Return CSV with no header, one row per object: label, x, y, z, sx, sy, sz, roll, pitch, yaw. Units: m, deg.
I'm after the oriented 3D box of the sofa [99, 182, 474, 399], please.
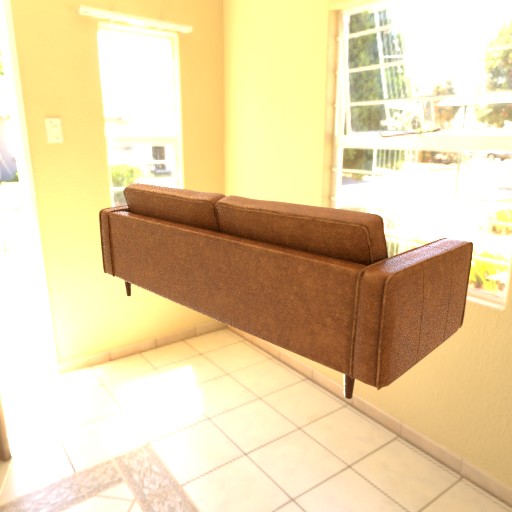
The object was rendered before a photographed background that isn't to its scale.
sofa,0.000,0.000,2.647,2.199,0.779,0.886,14,21,42
